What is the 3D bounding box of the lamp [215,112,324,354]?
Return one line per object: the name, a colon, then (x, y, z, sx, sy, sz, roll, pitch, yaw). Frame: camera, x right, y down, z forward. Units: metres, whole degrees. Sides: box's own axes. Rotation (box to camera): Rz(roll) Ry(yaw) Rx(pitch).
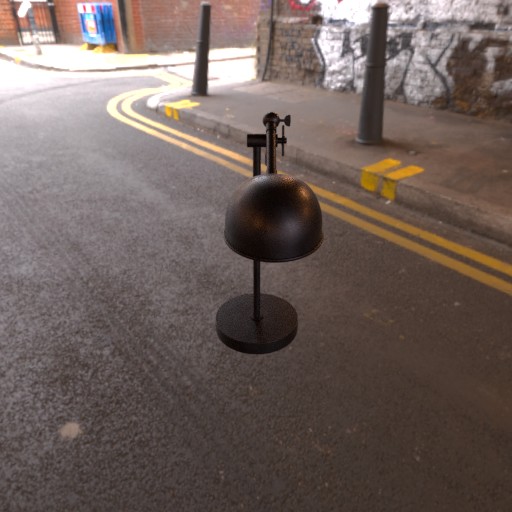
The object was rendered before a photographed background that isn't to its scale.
lamp: (0.000, 0.000, 0.793, 0.185, 0.495, 0.567, 0, 30, 1)
